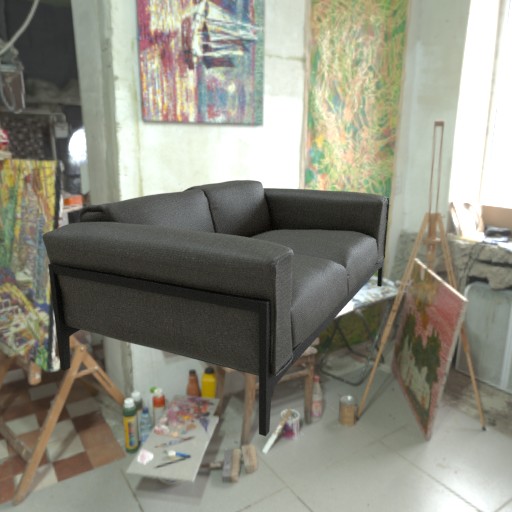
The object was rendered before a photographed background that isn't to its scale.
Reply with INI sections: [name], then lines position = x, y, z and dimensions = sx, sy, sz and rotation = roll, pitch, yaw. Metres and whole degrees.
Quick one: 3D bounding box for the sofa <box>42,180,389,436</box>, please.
[sofa]
position = 0.000, 0.000, 2.196
dimensions = 0.960, 0.656, 1.690
rotation = 7, 16, 26
